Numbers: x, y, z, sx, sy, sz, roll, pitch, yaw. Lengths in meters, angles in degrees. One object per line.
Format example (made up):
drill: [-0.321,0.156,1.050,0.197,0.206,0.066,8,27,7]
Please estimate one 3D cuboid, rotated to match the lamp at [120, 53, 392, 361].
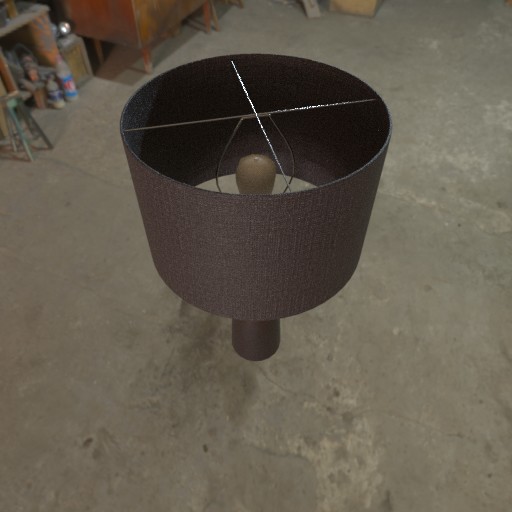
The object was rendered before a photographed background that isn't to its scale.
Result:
lamp: [0.000,0.000,0.681,0.303,0.488,0.303,0,47,0]
